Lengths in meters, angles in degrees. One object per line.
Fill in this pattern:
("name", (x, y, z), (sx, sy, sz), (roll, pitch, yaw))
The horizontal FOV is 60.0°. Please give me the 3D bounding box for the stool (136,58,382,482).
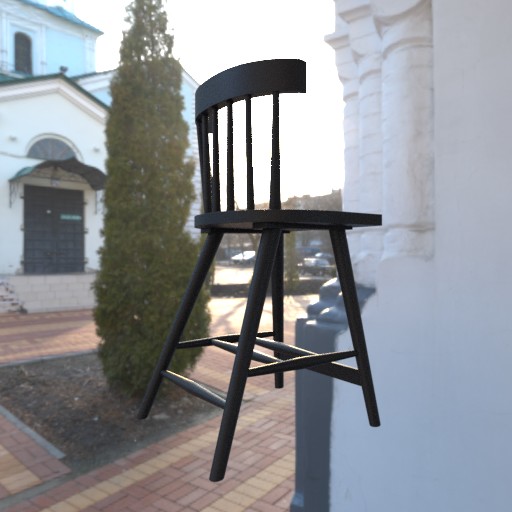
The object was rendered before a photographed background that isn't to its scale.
("stool", (0.000, 0.000, 1.275), (0.549, 0.953, 0.494), (0, 0, -35))
